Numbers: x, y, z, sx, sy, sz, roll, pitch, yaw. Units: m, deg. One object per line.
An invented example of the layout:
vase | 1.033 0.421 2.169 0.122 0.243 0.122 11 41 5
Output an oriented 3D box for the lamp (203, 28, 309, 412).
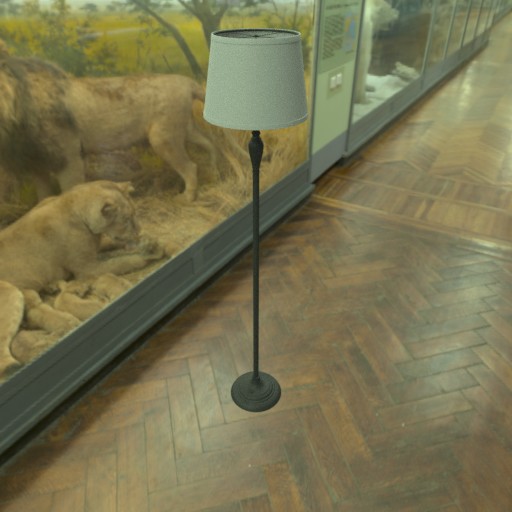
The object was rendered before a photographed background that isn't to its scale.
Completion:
lamp | 0.000 0.000 1.667 0.327 1.506 0.327 0 33 0
